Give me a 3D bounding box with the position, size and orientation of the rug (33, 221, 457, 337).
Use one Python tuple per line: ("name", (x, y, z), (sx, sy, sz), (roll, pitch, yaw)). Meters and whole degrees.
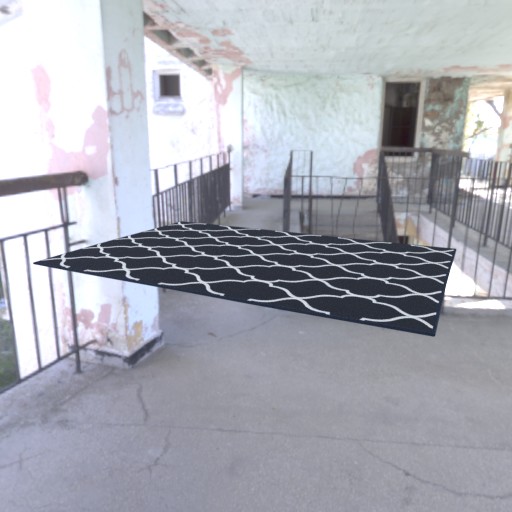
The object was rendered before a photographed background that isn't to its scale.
("rug", (0.000, 0.000, 2.849), (2.290, 0.014, 1.526), (7, 17, 25))
